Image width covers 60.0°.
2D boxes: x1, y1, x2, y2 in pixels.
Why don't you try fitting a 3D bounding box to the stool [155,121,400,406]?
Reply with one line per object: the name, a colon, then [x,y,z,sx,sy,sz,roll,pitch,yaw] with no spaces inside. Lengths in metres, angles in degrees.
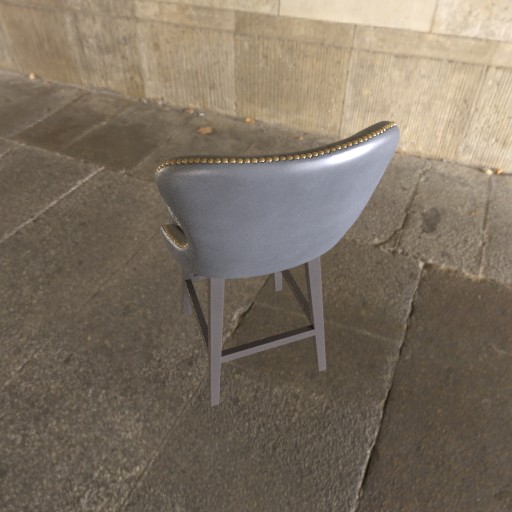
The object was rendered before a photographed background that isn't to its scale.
stool: [0.000,0.000,1.310,0.528,0.971,0.593,-14,44,-15]
